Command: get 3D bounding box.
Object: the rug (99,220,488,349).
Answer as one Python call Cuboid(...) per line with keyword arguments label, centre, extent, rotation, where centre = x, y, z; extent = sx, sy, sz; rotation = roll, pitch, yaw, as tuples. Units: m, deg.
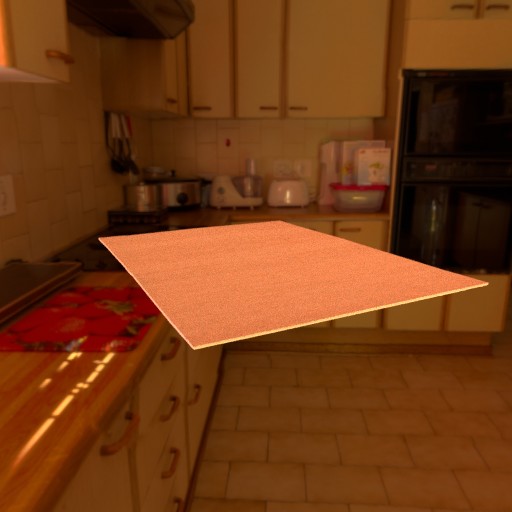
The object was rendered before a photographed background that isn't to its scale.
Cuboid(label="rug", centre=(0.000, 0.000, 4.278), extent=(2.434, 0.045, 3.202), rotation=(-7, 16, -27))
